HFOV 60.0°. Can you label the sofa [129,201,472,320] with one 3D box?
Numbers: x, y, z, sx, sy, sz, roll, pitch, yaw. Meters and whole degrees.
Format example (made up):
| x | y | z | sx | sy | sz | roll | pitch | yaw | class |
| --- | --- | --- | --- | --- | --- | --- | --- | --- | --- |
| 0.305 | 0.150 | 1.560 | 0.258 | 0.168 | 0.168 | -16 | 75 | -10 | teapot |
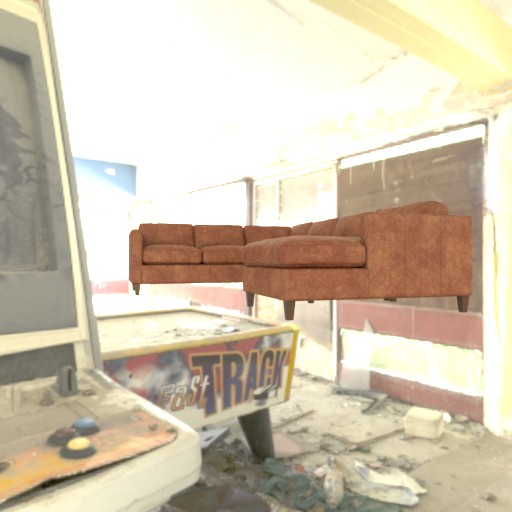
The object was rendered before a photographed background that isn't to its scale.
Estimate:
| x | y | z | sx | sy | sz | roll | pitch | yaw | class |
| --- | --- | --- | --- | --- | --- | --- | --- | --- | --- |
| 0.000 | 0.000 | 4.609 | 2.452 | 0.888 | 3.324 | 0 | 0 | -18 | sofa |
